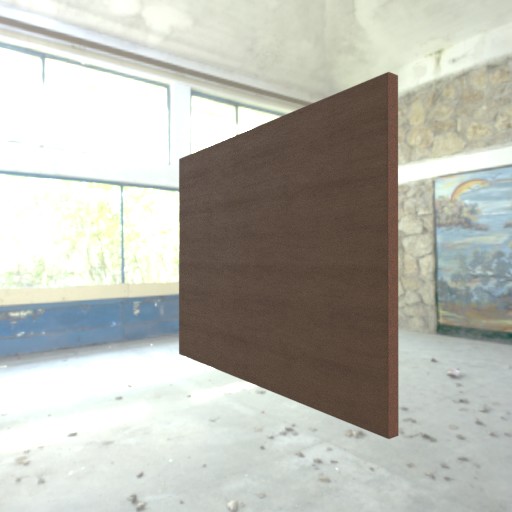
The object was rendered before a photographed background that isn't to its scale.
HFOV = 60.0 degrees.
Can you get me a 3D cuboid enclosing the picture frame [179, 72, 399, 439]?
[{"bbox_3d":[0.000,0.000,1.780,0.045,1.018,1.329,0,0,-35],"label":"picture frame"}]
